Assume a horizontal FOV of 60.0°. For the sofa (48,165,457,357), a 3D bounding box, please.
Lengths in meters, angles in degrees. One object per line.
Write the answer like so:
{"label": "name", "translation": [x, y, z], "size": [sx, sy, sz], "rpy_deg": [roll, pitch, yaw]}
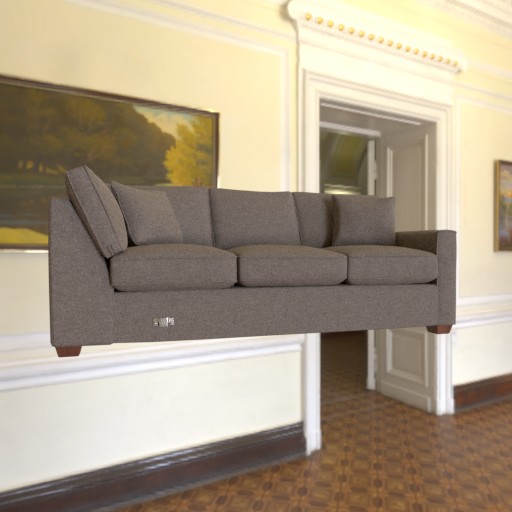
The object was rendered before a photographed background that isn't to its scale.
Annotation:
{"label": "sofa", "translation": [0.000, 0.000, 2.849], "size": [2.317, 0.962, 1.061], "rpy_deg": [0, 1, -17]}
